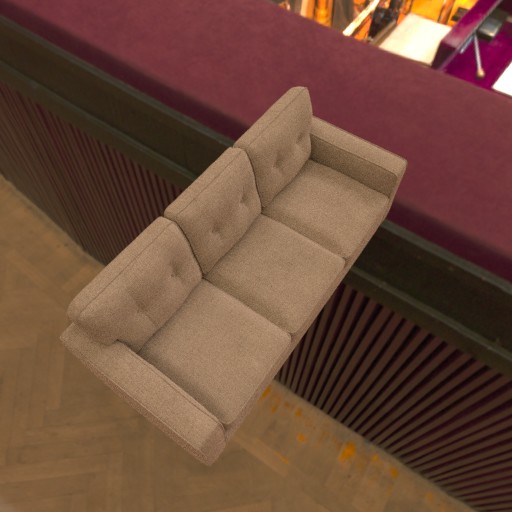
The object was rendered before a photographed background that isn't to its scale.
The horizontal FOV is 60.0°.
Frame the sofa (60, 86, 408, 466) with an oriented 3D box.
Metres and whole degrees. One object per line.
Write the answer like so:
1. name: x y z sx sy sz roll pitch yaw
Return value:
1. sofa: 0.000 0.000 2.663 0.939 0.965 2.133 31 64 18
